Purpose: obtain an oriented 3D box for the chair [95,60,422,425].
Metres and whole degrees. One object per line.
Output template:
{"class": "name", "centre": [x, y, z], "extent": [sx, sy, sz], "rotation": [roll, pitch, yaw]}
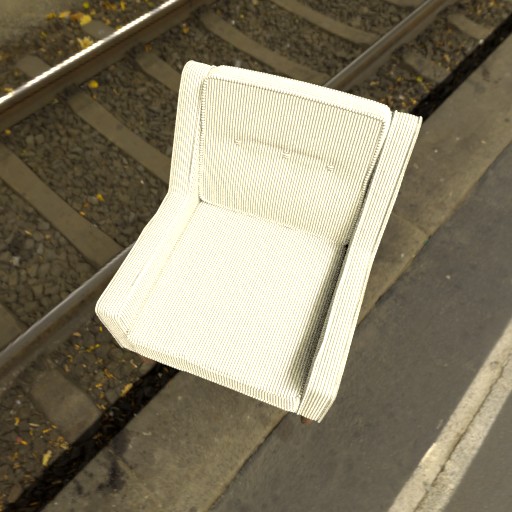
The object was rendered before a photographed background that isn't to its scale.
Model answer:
{"class": "chair", "centre": [0.000, 0.000, 1.325], "extent": [0.663, 0.792, 0.743], "rotation": [18, 61, 10]}
